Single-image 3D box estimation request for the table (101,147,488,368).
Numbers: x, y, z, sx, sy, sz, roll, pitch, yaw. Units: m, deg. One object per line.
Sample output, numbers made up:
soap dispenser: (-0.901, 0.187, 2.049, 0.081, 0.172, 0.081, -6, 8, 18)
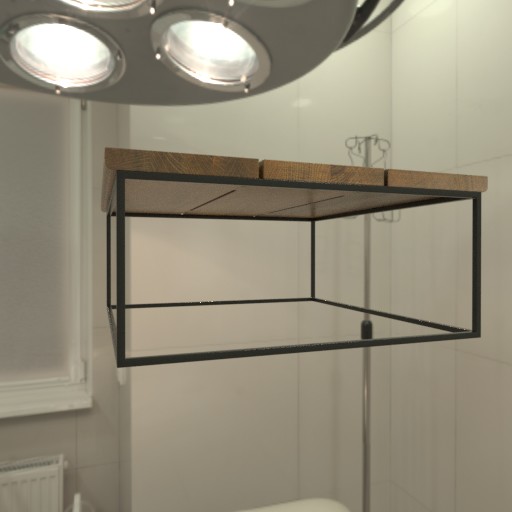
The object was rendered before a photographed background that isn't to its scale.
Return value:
table: (0.000, 0.000, 1.373, 0.900, 0.400, 0.900, 0, 0, -20)
